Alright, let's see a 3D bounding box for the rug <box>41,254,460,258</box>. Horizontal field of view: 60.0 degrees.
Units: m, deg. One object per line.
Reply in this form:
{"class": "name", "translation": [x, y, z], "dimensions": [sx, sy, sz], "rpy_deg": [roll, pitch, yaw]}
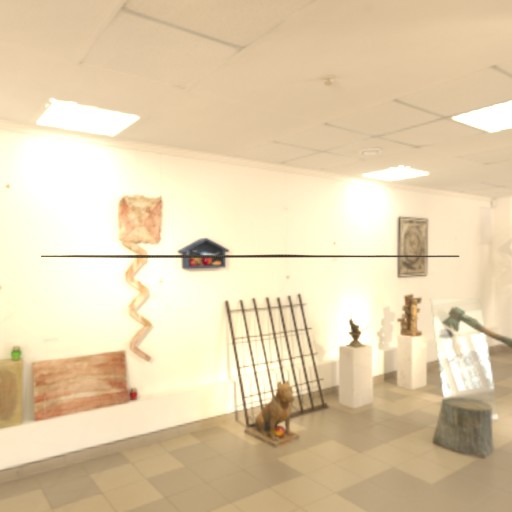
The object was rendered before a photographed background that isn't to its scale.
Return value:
{"class": "rug", "translation": [0.000, 0.000, 2.299], "dimensions": [1.820, 0.012, 1.207], "rpy_deg": [0, 0, -37]}
